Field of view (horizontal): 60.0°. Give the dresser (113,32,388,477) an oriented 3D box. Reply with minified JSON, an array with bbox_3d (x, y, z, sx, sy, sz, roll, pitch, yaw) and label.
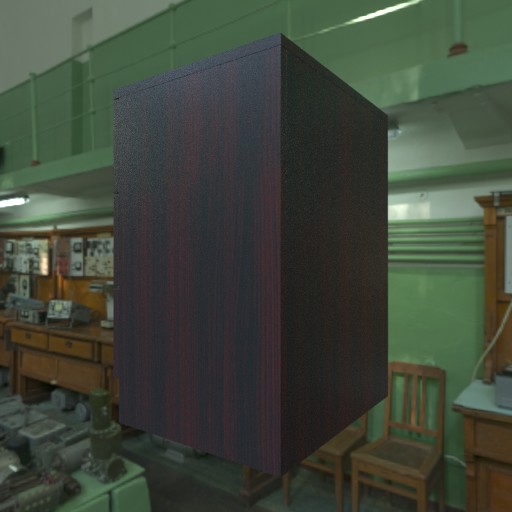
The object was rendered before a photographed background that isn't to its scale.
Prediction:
[{"bbox_3d":[0.000,0.000,0.822,0.360,0.560,0.400,0,0,35],"label":"dresser"}]
